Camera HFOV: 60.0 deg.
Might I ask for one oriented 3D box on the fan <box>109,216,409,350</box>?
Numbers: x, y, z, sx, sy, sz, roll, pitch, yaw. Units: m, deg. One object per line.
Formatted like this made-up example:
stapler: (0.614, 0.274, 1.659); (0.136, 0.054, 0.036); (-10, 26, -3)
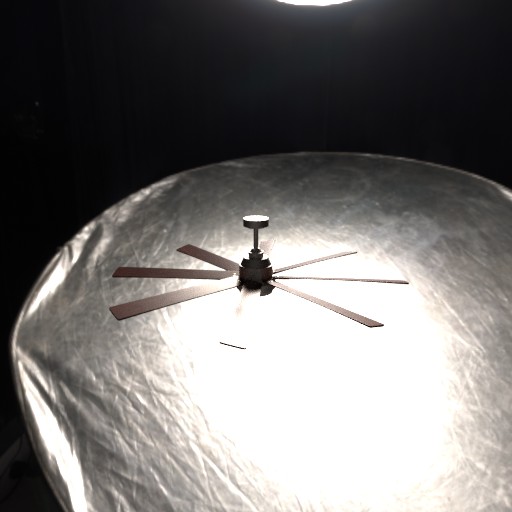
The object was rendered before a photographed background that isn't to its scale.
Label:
fan: (0.000, 0.000, 2.727); (1.830, 0.472, 1.830); (2, 16, 6)
